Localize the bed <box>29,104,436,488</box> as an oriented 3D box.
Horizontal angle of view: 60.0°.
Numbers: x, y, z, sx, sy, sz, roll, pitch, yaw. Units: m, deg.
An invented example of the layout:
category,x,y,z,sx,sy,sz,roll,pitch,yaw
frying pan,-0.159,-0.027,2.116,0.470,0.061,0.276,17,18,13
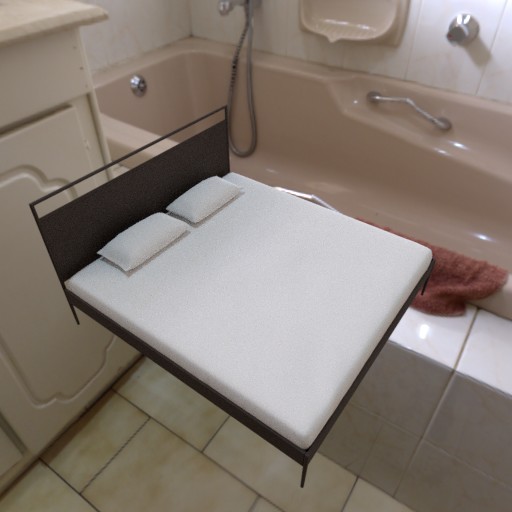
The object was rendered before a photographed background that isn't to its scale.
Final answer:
category,x,y,z,sx,sy,sz,roll,pitch,yaw
bed,0.000,0.000,3.336,2.151,1.173,1.993,26,47,27
